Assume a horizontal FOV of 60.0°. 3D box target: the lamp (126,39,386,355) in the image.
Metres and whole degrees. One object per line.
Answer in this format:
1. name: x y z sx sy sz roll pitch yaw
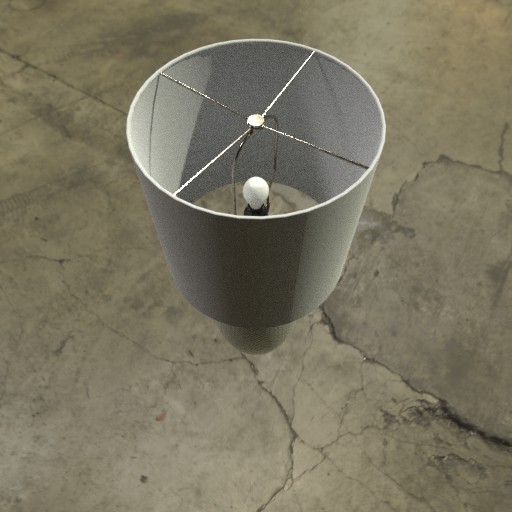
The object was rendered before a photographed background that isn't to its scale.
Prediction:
1. lamp: 0.000 0.000 0.566 0.217 0.453 0.217 30 63 17
